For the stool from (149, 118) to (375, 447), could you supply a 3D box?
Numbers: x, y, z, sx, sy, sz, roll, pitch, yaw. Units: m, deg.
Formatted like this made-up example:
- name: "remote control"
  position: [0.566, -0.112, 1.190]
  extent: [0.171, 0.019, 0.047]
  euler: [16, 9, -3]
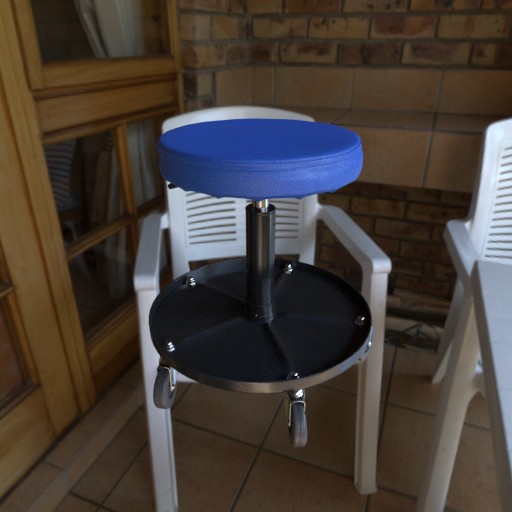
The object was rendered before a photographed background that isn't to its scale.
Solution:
- name: "stool"
  position: [0.000, 0.000, 0.673]
  extent: [0.382, 0.365, 0.381]
  euler: [7, 27, 14]
